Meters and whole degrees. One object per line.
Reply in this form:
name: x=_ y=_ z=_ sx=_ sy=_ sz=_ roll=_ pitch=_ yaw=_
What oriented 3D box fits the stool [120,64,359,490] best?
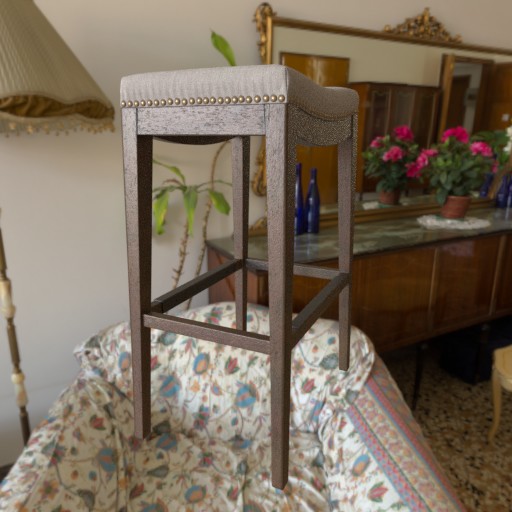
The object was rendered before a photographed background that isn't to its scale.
stool: x=0.000 y=0.000 z=1.031 sx=0.356 sy=0.762 sz=0.508 roll=7 pitch=17 yaw=24
